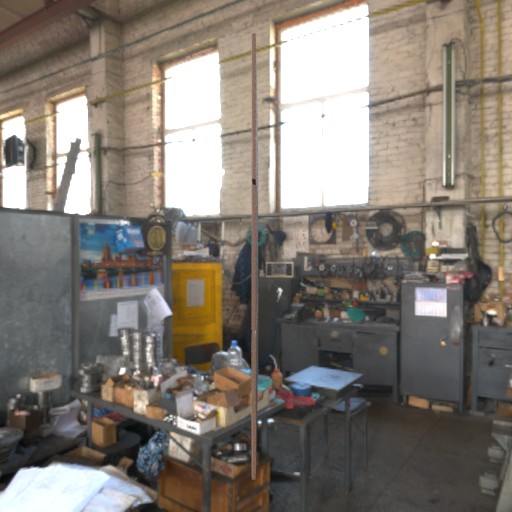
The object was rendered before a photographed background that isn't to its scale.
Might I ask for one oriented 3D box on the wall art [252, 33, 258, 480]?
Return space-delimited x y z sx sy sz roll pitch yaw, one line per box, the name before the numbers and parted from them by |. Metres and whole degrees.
wall art | 0.000 0.000 2.276 0.014 1.525 1.527 0 0 1
